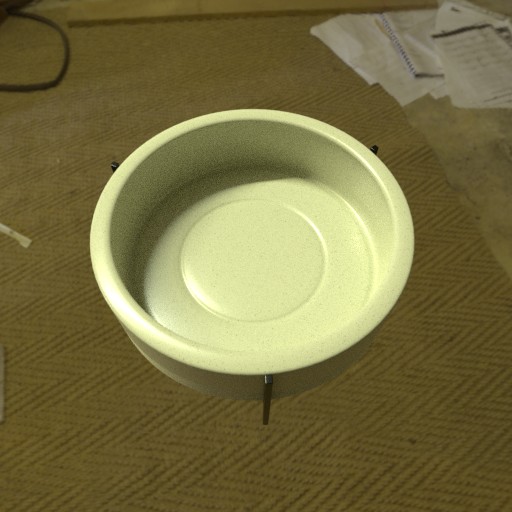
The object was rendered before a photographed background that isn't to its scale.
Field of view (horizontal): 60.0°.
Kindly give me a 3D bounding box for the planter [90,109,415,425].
[{"bbox_3d":[0.000,0.000,0.536,0.345,0.171,0.336,-31,63,-18],"label":"planter"}]
